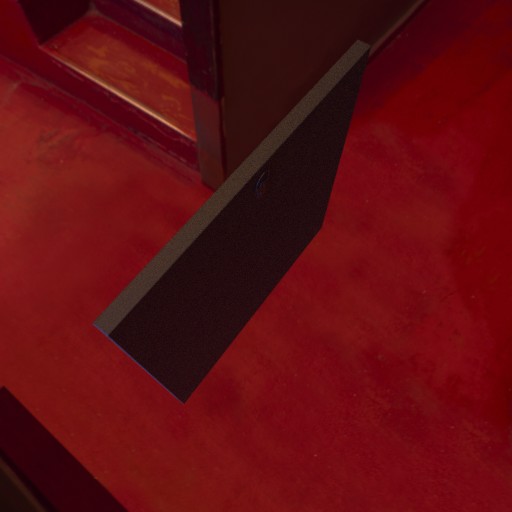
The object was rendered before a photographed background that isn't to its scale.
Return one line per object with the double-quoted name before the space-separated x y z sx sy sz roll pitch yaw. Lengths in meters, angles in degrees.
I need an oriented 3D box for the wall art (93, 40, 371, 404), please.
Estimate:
"wall art" 0.000 0.000 1.192 0.043 0.807 0.805 34 69 15
